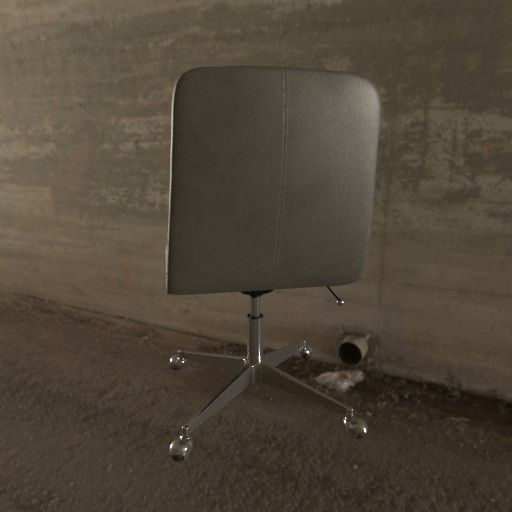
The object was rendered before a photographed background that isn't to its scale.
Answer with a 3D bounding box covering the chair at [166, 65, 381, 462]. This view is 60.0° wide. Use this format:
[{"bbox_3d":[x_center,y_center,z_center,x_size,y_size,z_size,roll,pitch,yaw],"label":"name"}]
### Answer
[{"bbox_3d":[0.000,0.000,1.008,0.422,0.738,0.485,-3,14,-11],"label":"chair"}]
